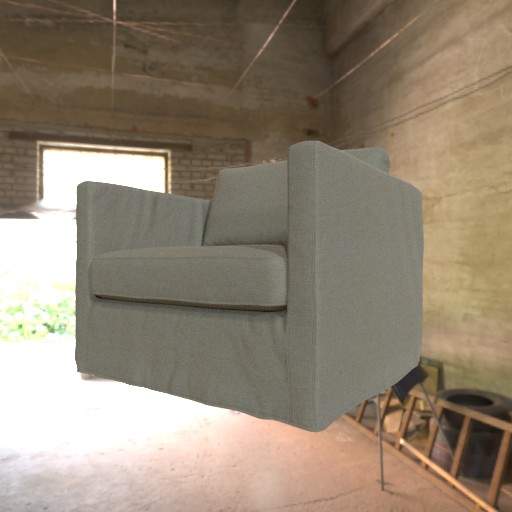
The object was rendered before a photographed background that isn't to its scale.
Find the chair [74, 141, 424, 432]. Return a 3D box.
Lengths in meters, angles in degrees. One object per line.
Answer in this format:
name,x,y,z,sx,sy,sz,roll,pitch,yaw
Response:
chair,0.000,0.000,1.734,1.057,0.863,0.949,0,-1,36
